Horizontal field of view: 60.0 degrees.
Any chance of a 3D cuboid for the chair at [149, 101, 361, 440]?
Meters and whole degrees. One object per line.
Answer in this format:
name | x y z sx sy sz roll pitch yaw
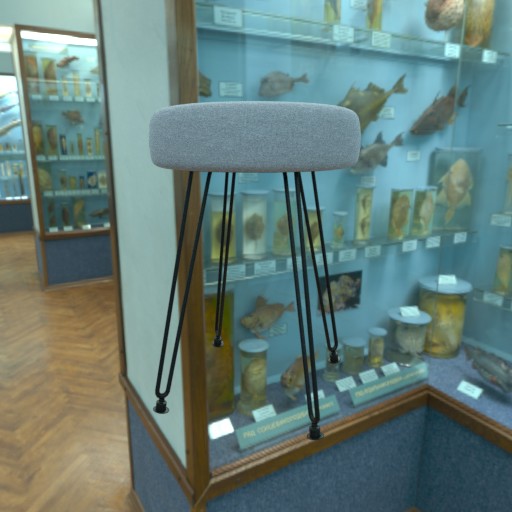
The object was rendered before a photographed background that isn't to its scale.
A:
chair | 0.000 0.000 0.688 0.350 0.440 0.350 -8 16 -28
